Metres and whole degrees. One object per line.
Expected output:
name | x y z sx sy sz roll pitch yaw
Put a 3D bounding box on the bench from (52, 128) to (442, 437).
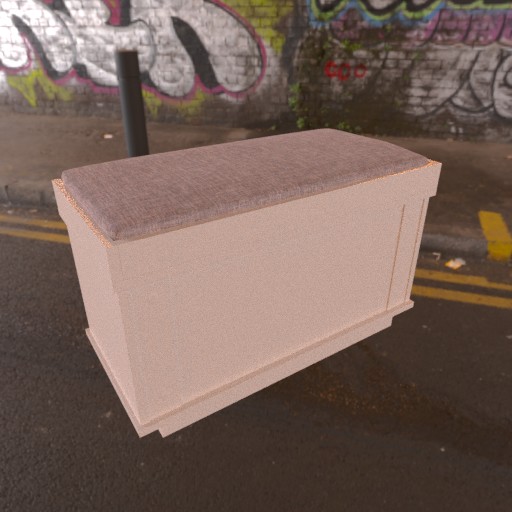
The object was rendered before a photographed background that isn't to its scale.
bench | 0.000 0.000 1.016 0.734 0.461 0.362 -17 33 -29
